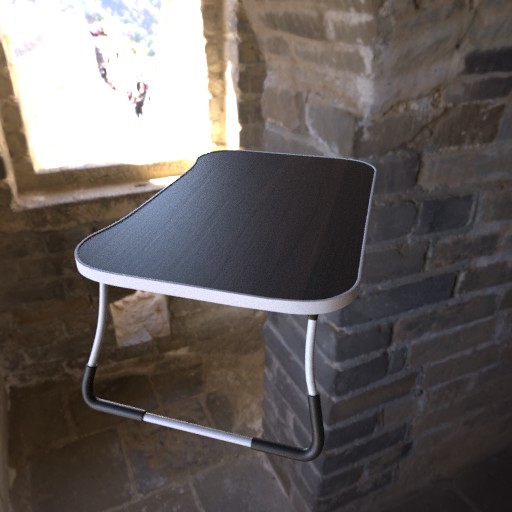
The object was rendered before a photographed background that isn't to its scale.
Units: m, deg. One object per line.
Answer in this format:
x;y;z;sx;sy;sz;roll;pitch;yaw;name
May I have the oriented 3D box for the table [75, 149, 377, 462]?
0.000;0.000;0.847;0.400;0.232;0.660;8;30;14;table
